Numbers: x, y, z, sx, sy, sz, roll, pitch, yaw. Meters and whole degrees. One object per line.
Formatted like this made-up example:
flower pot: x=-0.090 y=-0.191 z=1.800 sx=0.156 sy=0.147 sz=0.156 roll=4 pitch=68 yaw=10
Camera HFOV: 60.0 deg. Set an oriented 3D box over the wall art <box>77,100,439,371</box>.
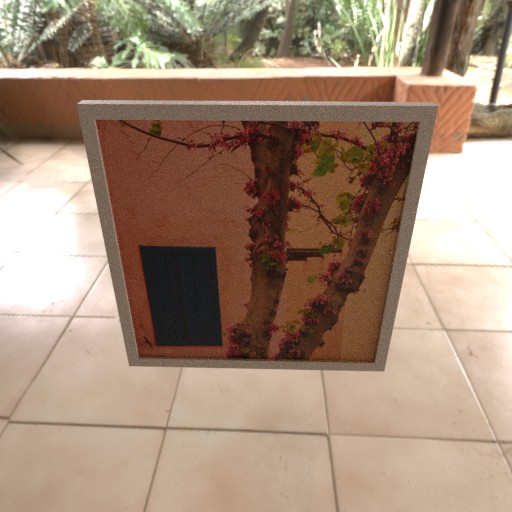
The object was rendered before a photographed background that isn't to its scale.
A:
wall art: x=0.000 y=0.000 z=1.144 sx=0.762 sy=0.762 sz=0.038 roll=1 pitch=31 yaw=1
